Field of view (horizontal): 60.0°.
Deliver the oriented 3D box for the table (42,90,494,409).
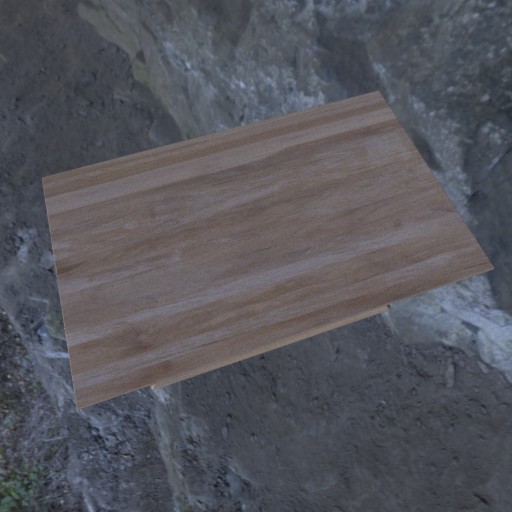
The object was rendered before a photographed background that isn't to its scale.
[{"bbox_3d":[0.000,0.000,1.437,1.100,0.441,0.692,-17,64,-9],"label":"table"}]
